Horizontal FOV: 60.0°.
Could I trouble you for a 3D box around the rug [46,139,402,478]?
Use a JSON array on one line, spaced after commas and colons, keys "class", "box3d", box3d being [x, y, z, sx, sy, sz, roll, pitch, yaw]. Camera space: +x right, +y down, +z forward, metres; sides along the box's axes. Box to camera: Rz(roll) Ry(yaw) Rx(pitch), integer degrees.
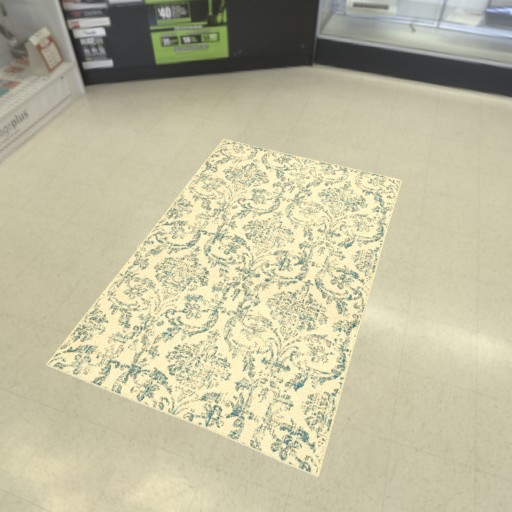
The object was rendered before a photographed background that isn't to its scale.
[{"class": "rug", "box3d": [0.000, 0.000, 3.468, 1.819, 0.018, 2.746, 16, 50, 14]}]
